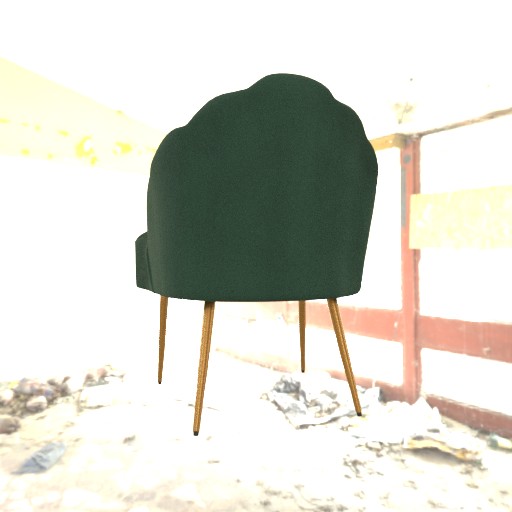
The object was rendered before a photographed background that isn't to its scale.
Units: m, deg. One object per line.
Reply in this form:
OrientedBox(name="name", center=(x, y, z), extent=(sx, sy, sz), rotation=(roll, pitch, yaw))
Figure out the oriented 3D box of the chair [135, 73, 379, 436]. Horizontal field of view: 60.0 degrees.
OrientedBox(name="chair", center=(0.000, 0.000, 1.271), extent=(0.657, 0.819, 0.599), rotation=(0, -1, -17))
